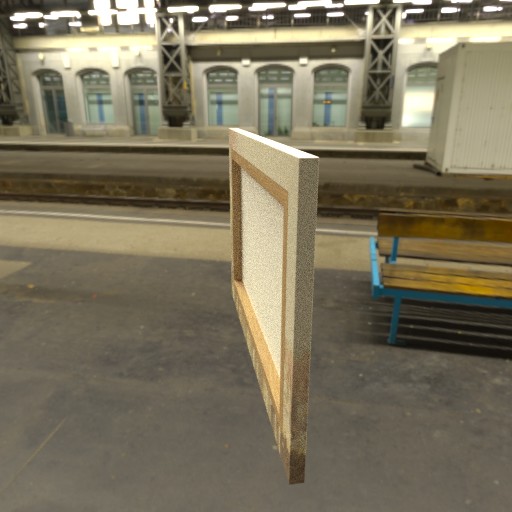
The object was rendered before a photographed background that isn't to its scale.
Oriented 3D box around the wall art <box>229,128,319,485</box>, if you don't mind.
[{"bbox_3d":[0.000,0.000,1.459,0.041,0.758,1.142,-3,19,-9],"label":"wall art"}]
